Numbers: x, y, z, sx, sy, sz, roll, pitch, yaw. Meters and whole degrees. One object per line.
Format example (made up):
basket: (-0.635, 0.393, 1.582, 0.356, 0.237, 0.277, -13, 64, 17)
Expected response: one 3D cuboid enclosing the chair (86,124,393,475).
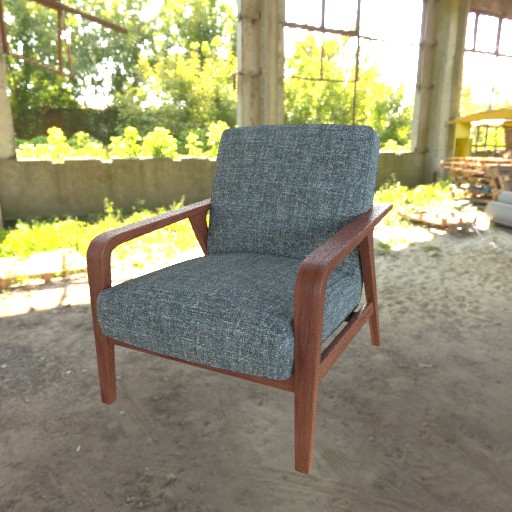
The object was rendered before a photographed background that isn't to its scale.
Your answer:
chair: (0.000, 0.000, 1.473, 0.719, 0.864, 0.889, 7, 16, 27)
